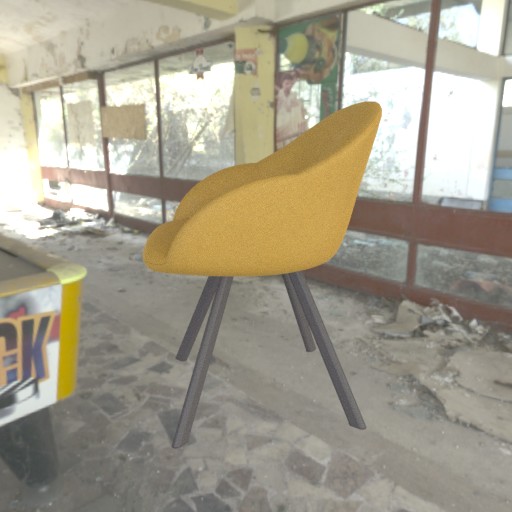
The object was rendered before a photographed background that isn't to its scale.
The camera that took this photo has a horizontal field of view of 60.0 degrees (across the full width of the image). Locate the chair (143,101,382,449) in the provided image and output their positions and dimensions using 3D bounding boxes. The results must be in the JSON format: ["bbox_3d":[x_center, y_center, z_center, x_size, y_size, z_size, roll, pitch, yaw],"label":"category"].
[{"bbox_3d":[0.000,0.000,1.193,0.583,0.793,0.551,-2,14,-9],"label":"chair"}]
